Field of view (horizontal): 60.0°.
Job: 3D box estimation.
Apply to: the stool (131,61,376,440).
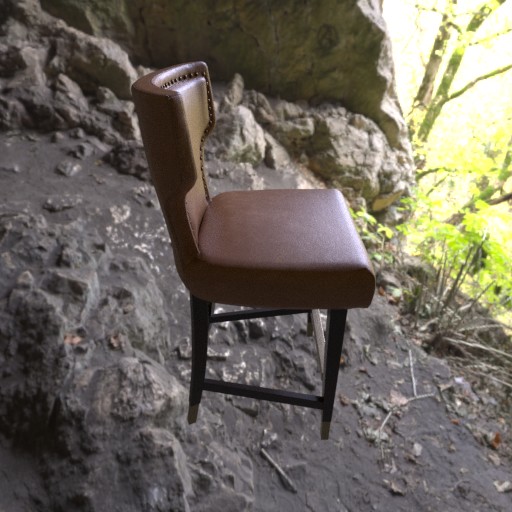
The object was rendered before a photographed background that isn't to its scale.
[{"bbox_3d":[0.000,0.000,1.276,0.563,0.982,0.526,0,30,0],"label":"stool"}]
